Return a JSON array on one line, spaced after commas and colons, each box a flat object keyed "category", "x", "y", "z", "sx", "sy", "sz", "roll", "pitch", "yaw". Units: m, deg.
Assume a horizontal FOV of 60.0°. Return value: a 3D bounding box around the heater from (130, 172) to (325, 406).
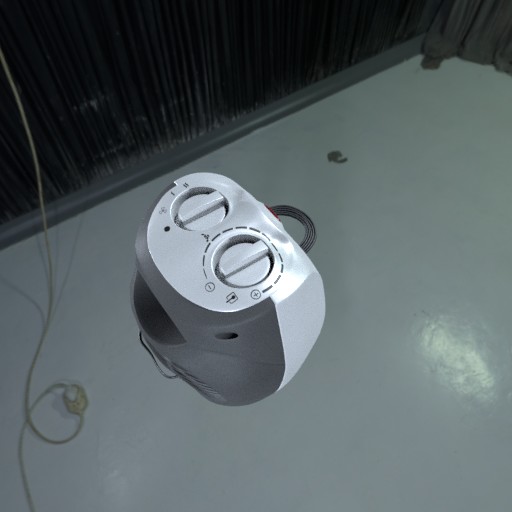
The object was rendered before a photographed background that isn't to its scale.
[{"category": "heater", "x": 0.000, "y": 0.000, "z": 0.474, "sx": 0.291, "sy": 0.240, "sz": 0.239, "roll": -31, "pitch": 63, "yaw": -18}]
